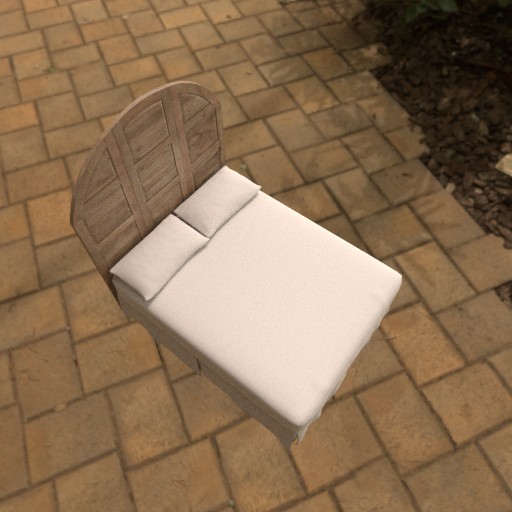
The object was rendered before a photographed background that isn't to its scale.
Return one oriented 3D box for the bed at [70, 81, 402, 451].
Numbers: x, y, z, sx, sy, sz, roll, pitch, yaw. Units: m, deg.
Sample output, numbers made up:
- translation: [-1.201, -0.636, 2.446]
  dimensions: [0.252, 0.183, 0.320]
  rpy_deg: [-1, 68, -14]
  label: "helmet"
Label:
- translation: [0.000, 0.000, 3.525]
  dimensions: [2.112, 2.002, 1.713]
  rpy_deg: [33, 63, 19]
  label: "bed"
